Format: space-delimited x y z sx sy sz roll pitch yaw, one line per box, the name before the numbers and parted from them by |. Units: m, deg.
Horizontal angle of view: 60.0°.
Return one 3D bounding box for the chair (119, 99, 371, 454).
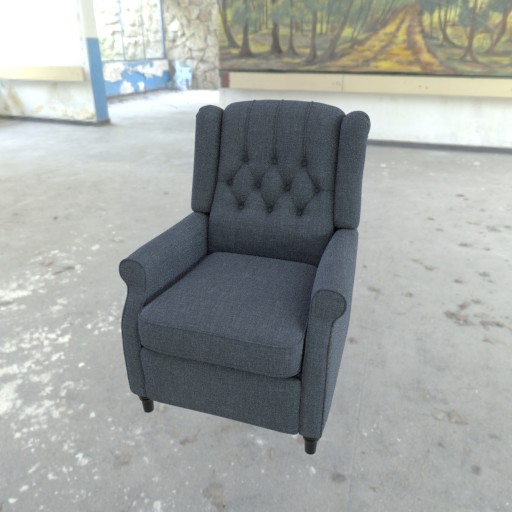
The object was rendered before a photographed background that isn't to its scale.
chair | 0.000 0.000 1.645 0.742 1.035 0.898 8 27 16
